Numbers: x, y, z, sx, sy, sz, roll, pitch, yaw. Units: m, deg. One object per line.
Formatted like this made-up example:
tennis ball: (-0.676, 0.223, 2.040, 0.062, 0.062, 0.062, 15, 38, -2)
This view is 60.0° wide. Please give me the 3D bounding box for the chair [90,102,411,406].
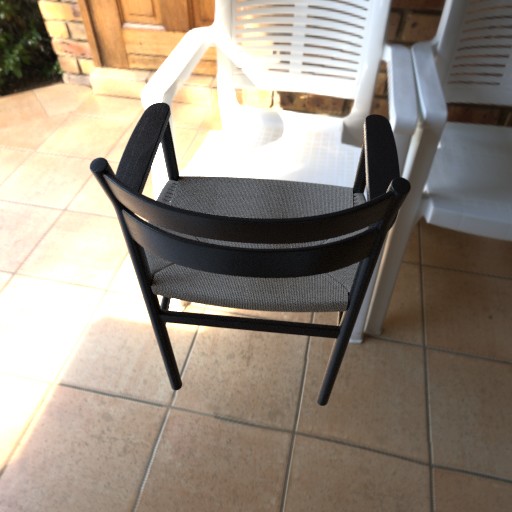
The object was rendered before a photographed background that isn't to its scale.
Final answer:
chair: (0.000, 0.000, 1.168, 0.630, 0.775, 0.508, 5, 47, 4)
